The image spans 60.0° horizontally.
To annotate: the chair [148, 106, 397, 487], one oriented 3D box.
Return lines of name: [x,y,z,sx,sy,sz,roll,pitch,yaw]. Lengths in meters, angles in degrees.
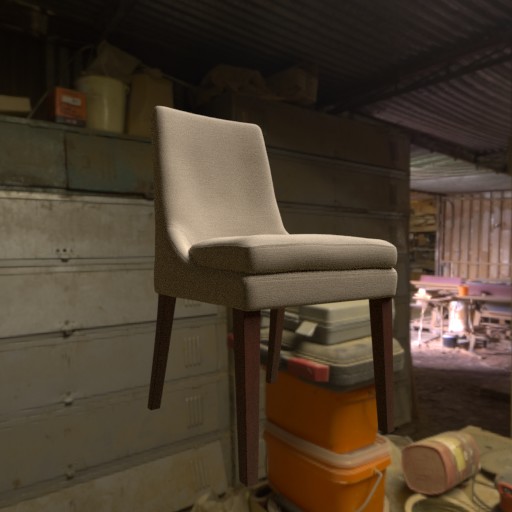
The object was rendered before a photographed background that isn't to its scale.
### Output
chair: [0.000,0.000,1.292,0.515,0.940,0.638,-1,1,-35]
